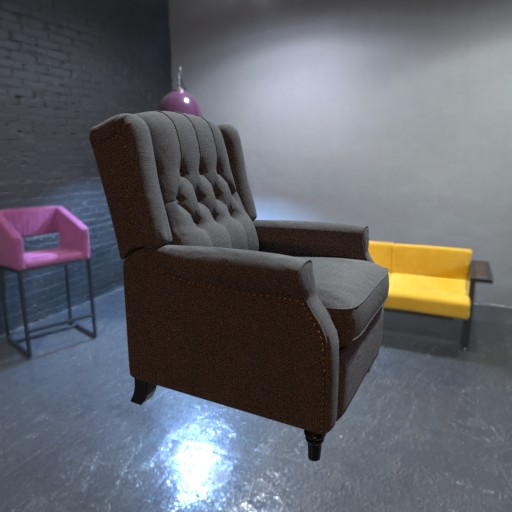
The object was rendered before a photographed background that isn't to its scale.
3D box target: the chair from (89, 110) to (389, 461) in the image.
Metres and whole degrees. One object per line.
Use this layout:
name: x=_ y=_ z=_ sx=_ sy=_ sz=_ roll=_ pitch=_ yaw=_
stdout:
chair: x=0.000 y=0.000 z=1.624 sx=0.898 sy=1.035 sz=0.742 roll=7 pitch=15 yaw=27
